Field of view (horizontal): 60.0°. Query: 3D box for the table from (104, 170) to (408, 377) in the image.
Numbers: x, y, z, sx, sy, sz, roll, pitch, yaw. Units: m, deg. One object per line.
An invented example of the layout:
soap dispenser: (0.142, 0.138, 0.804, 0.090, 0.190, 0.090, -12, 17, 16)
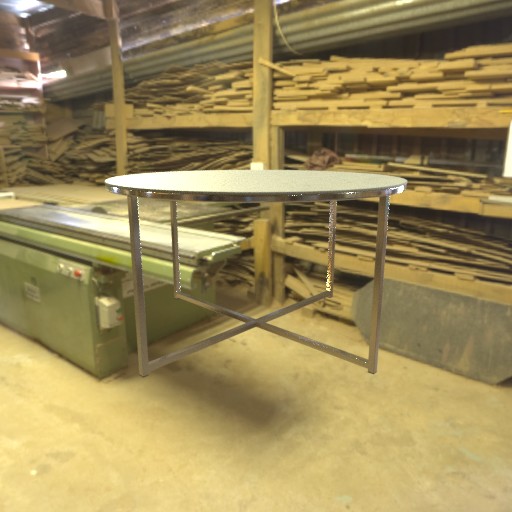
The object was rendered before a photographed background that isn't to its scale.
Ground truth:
table: (0.000, 0.000, 1.286, 0.800, 0.450, 0.800, 0, 14, 0)
